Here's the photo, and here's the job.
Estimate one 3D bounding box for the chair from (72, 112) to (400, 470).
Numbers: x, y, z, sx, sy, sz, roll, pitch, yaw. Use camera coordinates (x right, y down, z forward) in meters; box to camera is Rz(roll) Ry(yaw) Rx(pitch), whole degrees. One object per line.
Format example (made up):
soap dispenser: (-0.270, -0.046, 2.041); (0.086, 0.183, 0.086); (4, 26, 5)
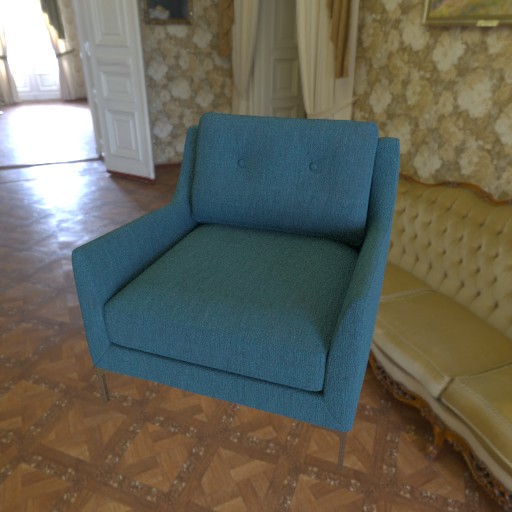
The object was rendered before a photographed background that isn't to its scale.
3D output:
chair: (0.000, 0.000, 1.513); (0.847, 0.828, 0.849); (9, 28, 17)
